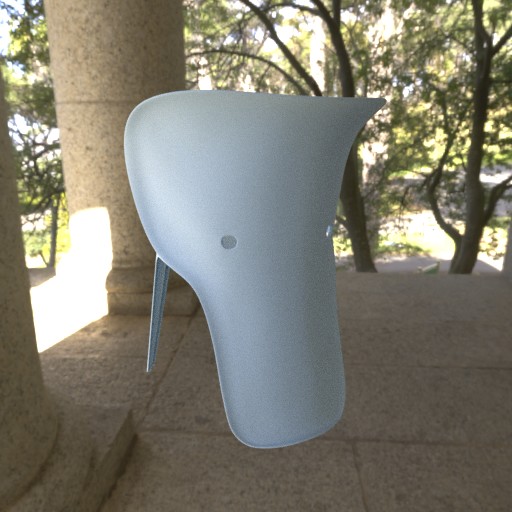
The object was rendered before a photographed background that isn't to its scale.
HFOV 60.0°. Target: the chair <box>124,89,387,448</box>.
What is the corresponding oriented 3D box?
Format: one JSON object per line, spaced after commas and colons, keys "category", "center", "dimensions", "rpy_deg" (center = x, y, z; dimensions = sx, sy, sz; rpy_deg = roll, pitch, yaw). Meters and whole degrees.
{"category": "chair", "center": [0.000, 0.000, 0.840], "dimensions": [0.451, 0.554, 0.402], "rpy_deg": [-7, 17, -25]}
